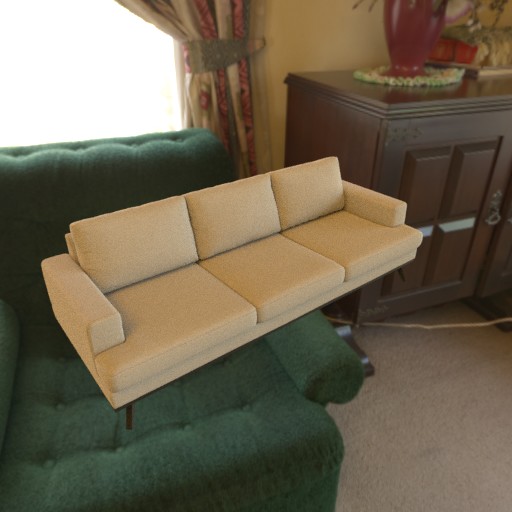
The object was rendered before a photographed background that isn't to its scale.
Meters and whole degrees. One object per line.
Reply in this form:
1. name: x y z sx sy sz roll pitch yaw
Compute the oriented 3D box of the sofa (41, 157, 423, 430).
1. sofa: 0.000 0.000 2.813 2.310 0.810 0.920 -21 35 -33
